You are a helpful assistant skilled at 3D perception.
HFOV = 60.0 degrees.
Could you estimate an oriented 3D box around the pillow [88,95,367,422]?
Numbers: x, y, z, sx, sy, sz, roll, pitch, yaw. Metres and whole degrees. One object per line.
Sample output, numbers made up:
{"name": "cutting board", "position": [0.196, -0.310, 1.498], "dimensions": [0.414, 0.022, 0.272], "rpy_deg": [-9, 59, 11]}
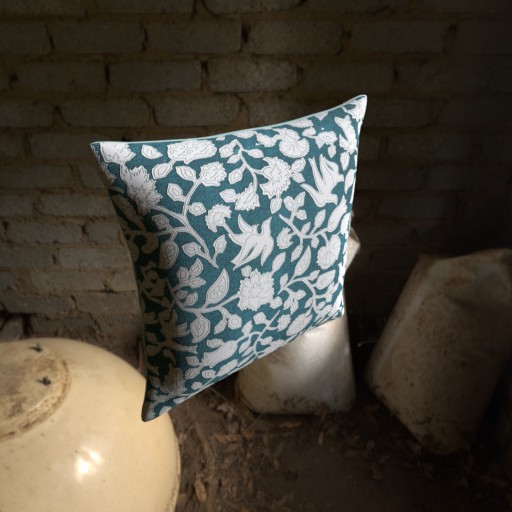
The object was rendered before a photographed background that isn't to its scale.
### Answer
{"name": "pillow", "position": [0.000, 0.000, 0.815], "dimensions": [0.525, 0.508, 0.166], "rpy_deg": [-21, 36, -32]}
